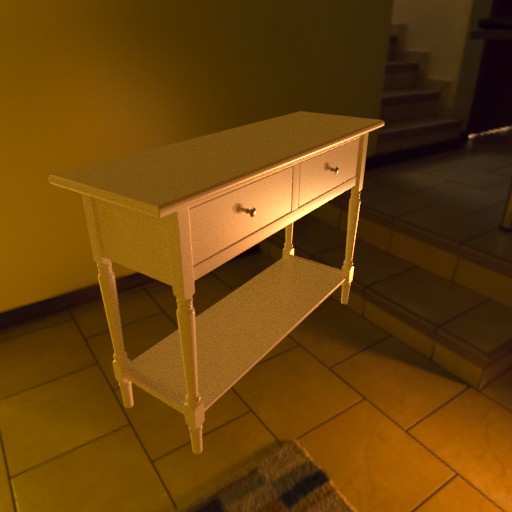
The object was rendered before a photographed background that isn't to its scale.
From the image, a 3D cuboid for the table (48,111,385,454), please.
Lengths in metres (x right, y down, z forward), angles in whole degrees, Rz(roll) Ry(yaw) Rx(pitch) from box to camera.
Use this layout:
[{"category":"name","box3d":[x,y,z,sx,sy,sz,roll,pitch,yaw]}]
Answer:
[{"category":"table","box3d":[0.000,0.000,1.584,0.386,0.814,1.191,18,32,31]}]
